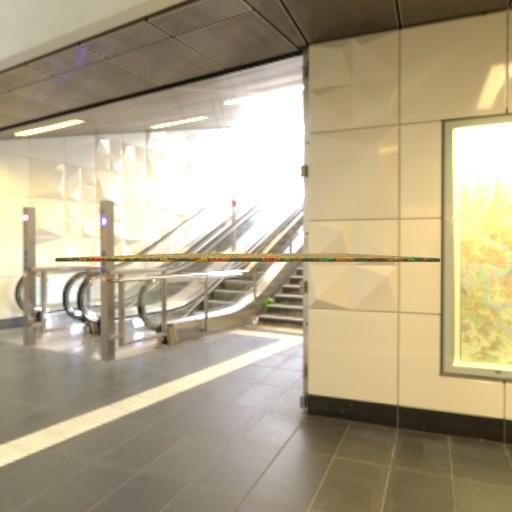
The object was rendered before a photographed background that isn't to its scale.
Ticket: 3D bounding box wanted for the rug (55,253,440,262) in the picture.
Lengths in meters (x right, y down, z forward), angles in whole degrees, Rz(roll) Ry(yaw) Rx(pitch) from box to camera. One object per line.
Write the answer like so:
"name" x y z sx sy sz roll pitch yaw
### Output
"rug" 0.000 0.000 2.888 1.527 0.016 2.290 0 1 2
